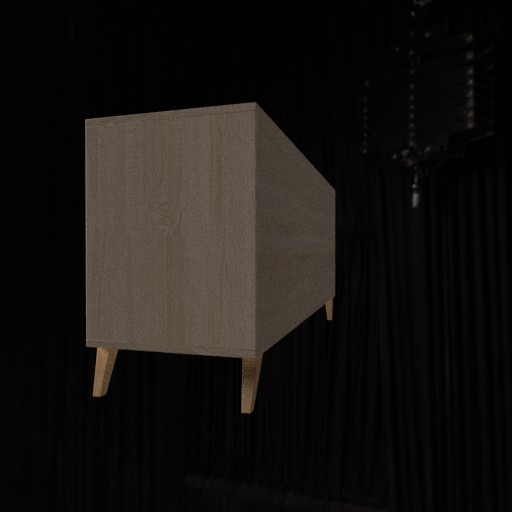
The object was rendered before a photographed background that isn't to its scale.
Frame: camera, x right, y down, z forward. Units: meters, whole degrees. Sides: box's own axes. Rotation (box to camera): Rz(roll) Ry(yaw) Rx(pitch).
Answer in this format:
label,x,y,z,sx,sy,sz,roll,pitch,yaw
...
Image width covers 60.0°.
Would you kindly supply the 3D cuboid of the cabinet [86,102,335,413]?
label,x,y,z,sx,sy,sz,roll,pitch,yaw
cabinet,0.000,0.000,1.965,0.500,0.780,1.649,0,1,17
